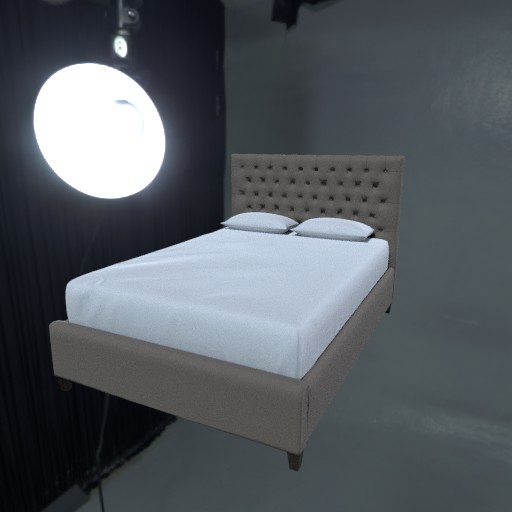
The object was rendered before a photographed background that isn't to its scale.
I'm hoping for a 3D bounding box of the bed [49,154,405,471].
[{"bbox_3d":[0.000,0.000,3.314,1.698,1.427,2.387,7,16,26],"label":"bed"}]
